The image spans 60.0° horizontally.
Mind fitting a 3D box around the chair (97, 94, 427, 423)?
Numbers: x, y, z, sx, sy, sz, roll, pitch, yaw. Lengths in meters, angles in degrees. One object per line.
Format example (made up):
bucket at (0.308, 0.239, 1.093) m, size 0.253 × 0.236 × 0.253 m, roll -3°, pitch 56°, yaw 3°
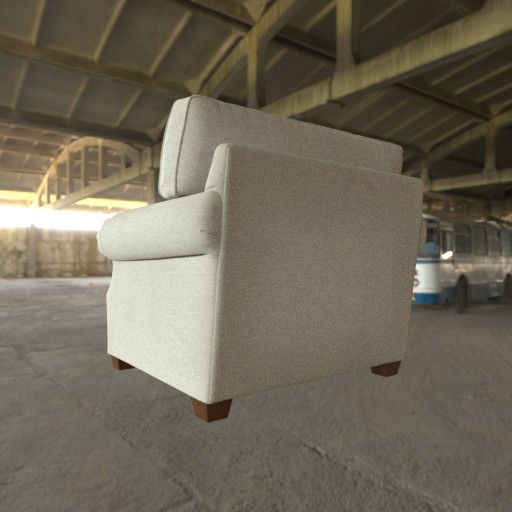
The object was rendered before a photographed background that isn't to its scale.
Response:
chair at (0.000, 0.000, 1.823) m, size 1.092 × 0.961 × 0.965 m, roll 0°, pitch 0°, yaw -37°
